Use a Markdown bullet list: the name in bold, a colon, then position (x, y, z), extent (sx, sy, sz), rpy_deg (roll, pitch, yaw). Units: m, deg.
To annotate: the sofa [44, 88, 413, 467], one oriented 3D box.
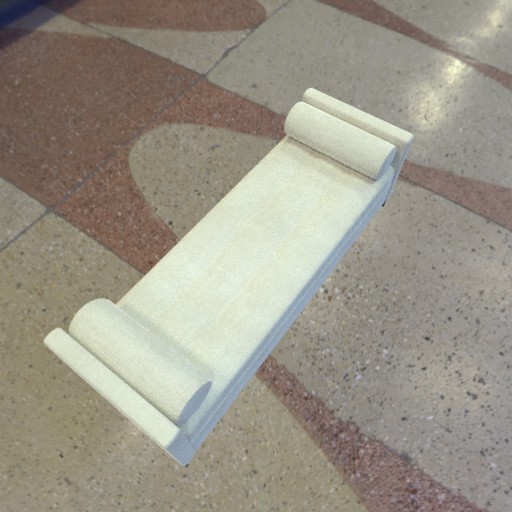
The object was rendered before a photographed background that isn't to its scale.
- **sofa**: position (0.000, 0.000, 2.346), extent (0.686, 0.635, 1.981), rpy_deg (32, 63, 19)
